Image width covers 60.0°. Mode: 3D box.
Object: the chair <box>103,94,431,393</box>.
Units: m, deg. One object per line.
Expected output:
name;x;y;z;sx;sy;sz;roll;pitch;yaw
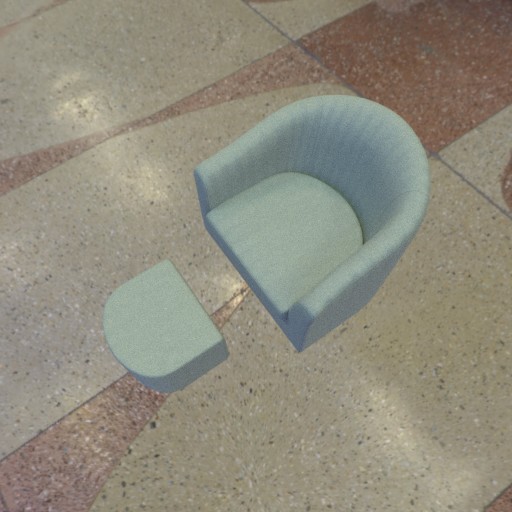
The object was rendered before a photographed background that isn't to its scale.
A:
chair;0.000;0.000;1.747;1.288;0.757;0.756;-32;67;-16
